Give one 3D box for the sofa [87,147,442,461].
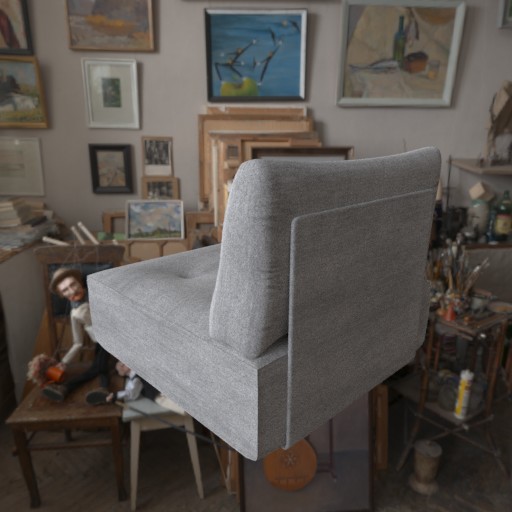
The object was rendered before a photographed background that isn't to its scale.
[{"bbox_3d":[0.000,0.000,1.705,0.930,0.820,1.000,-15,22,-42],"label":"sofa"}]
